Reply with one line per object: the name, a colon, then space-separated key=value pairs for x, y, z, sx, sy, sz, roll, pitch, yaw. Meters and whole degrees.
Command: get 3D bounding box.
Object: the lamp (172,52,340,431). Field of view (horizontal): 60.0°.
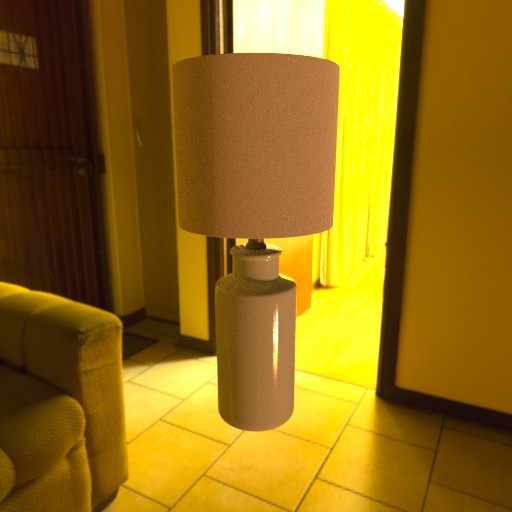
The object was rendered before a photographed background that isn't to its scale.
lamp: x=0.000 y=0.000 z=0.627 sx=0.212 sy=0.493 sz=0.212 roll=2 pitch=14 yaw=9
